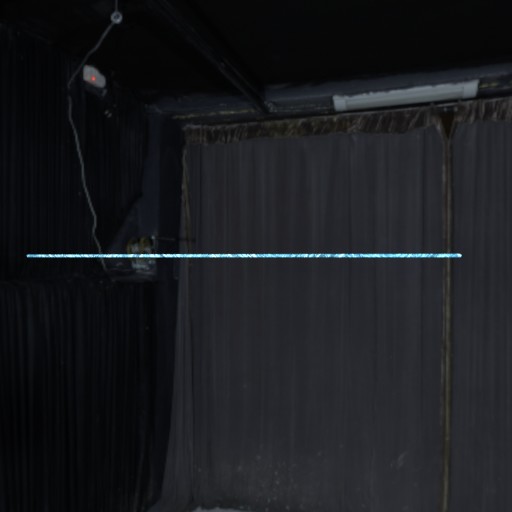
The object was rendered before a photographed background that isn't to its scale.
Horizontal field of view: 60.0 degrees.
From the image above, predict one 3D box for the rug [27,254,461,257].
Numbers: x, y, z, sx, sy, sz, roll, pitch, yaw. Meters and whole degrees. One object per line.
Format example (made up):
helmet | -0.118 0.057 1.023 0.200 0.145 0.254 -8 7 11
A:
rug | 0.000 0.000 2.887 2.277 0.015 1.490 0 0 18
